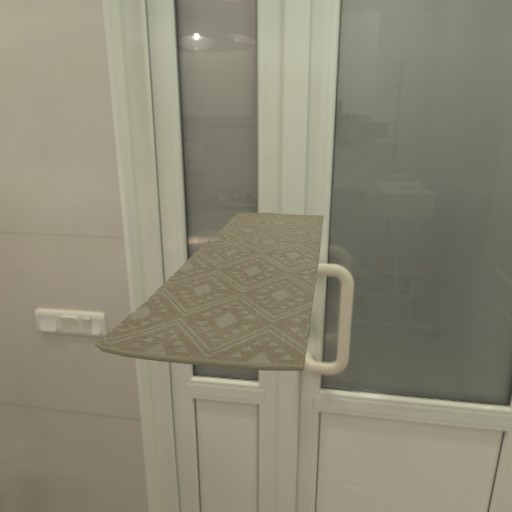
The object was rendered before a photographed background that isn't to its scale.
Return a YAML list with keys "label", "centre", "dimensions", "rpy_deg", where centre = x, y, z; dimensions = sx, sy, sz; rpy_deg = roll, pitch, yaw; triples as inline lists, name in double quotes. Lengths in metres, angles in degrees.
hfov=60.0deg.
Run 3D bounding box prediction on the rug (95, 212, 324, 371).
- label: "rug"
  centre: [0.000, 0.000, 2.664]
  dimensions: [0.752, 0.051, 2.452]
  rpy_deg: [3, 18, 9]
